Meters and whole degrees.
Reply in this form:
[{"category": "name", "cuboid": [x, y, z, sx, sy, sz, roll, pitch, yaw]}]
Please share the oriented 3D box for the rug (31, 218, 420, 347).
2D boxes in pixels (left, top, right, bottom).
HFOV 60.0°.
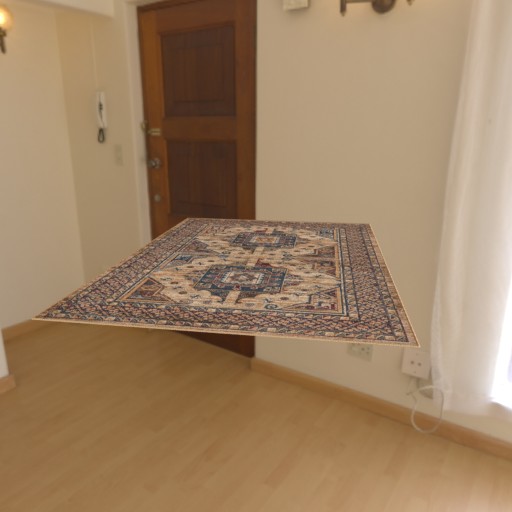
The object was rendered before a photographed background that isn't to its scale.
[{"category": "rug", "cuboid": [0.000, 0.000, 2.846, 1.611, 0.008, 2.227, 3, 16, 9]}]
